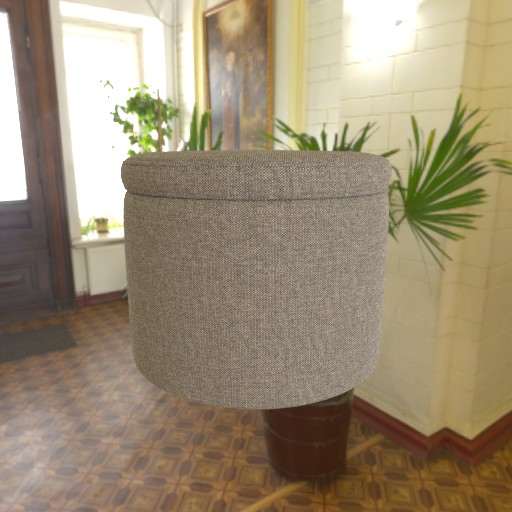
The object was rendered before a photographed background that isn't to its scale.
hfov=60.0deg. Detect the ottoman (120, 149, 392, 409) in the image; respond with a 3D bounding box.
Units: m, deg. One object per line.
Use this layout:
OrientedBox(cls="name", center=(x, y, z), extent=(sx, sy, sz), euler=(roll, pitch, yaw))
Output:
OrientedBox(cls="ottoman", center=(0.000, 0.000, 0.920), extent=(0.520, 0.430, 0.520), euler=(0, 13, 0))
